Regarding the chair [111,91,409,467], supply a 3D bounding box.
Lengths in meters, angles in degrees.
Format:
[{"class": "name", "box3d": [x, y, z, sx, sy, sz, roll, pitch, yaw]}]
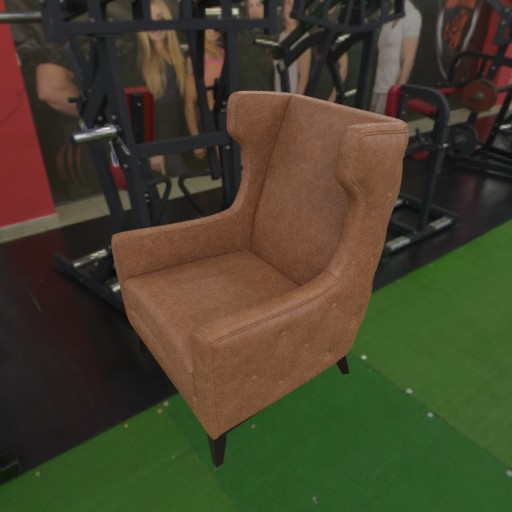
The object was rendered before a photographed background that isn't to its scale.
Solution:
[{"class": "chair", "box3d": [0.000, 0.000, 1.700, 0.899, 1.079, 0.766, -19, 36, -29]}]
